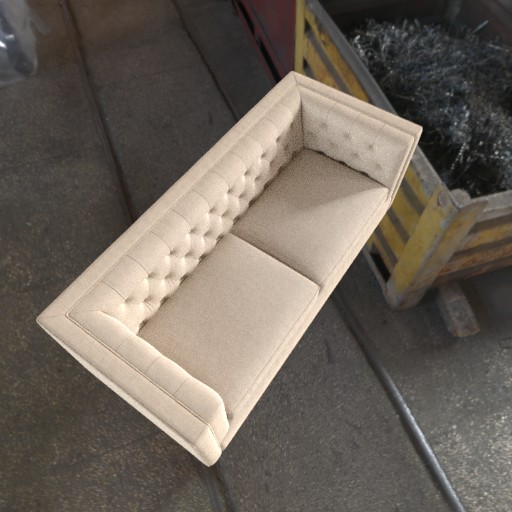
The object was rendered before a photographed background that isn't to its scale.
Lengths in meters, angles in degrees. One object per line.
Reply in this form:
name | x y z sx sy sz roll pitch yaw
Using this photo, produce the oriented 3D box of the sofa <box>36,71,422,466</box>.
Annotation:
sofa | 0.000 0.000 2.226 0.775 0.762 1.778 31 64 17
